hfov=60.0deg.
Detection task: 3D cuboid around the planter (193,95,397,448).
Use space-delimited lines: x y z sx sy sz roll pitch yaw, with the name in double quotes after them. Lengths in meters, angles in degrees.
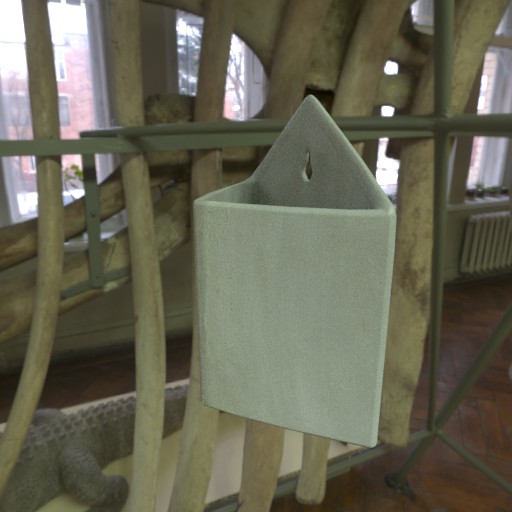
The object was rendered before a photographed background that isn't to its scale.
0.000 0.000 0.280 0.080 0.194 0.163 -8 18 -24 "planter"
